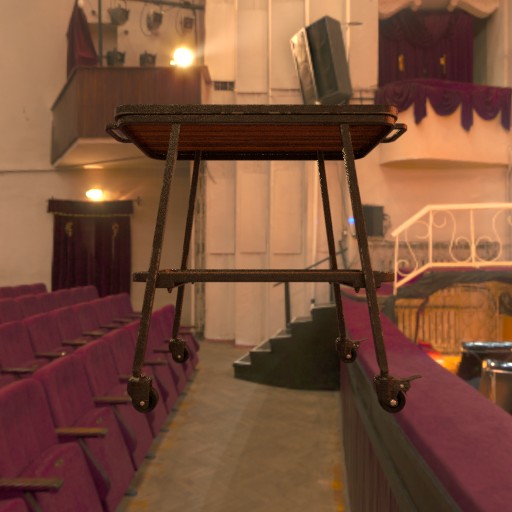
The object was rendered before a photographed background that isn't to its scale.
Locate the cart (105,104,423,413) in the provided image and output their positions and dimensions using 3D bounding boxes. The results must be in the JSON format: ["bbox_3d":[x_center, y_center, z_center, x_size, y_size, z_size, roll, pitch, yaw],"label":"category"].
[{"bbox_3d":[0.000,0.000,1.228,0.806,0.700,0.515,0,-1,0],"label":"cart"}]
